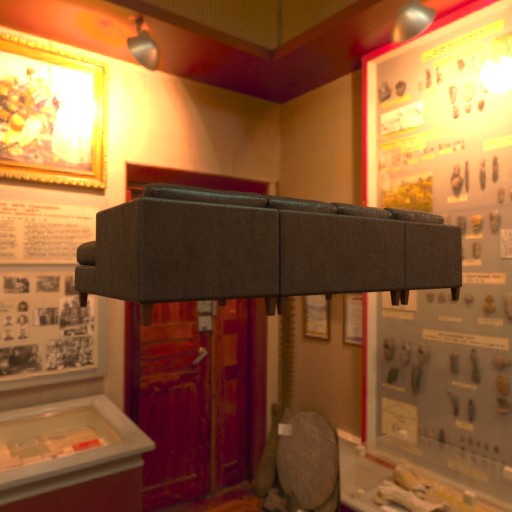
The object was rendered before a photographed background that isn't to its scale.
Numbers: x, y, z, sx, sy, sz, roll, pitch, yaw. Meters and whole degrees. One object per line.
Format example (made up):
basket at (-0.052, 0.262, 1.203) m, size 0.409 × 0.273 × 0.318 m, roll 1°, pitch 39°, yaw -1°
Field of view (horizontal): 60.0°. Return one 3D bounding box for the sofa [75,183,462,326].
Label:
sofa at (0.000, 0.000, 4.468) m, size 3.324 × 0.891 × 2.452 m, roll 1°, pitch -2°, yaw -35°
